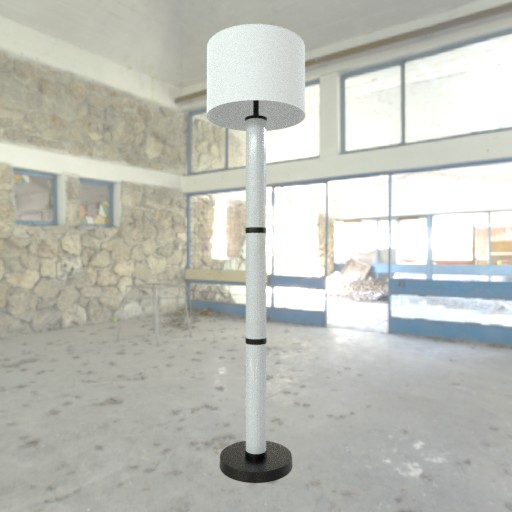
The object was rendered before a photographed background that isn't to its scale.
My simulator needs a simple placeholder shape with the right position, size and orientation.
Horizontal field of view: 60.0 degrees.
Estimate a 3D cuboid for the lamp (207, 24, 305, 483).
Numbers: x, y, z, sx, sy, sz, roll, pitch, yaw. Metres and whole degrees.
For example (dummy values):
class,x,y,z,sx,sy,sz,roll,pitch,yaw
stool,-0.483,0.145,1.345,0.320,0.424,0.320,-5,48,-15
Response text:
class,x,y,z,sx,sy,sz,roll,pitch,yaw
lamp,0.000,0.000,1.701,0.377,1.599,0.377,0,0,37
